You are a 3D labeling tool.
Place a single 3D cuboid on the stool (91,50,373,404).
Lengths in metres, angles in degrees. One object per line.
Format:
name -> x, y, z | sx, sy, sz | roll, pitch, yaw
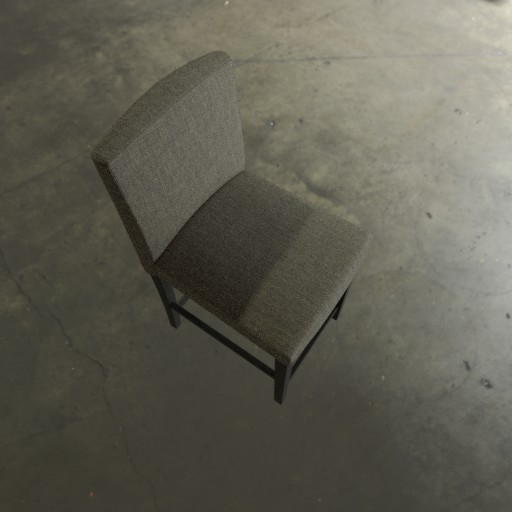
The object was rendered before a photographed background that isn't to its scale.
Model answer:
stool -> 0.000, 0.000, 1.312 | 0.552, 0.966, 0.451 | 31, 63, 17
